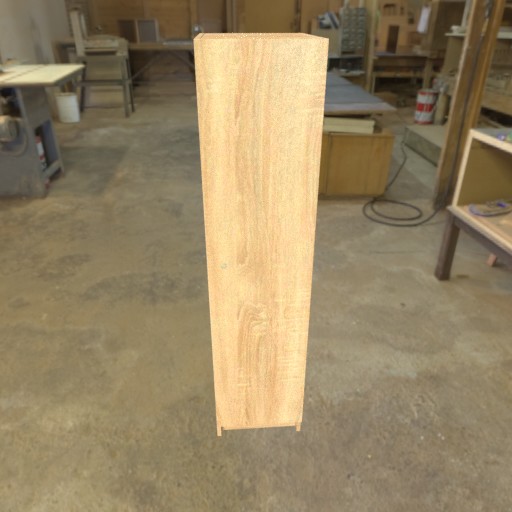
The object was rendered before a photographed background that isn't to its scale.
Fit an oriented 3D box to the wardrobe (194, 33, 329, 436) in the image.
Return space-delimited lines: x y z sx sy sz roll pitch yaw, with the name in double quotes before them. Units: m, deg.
"wardrobe" 0.000 0.000 2.376 0.496 2.117 0.588 -2 29 -4
